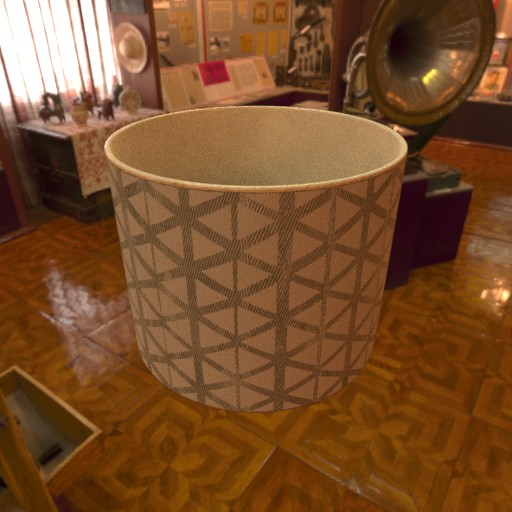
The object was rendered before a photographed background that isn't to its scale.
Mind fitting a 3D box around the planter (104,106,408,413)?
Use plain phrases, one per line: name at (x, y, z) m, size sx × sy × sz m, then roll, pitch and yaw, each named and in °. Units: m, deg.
planter at (0.000, 0.000, 0.333) m, size 0.190 × 0.181 × 0.190 m, roll 0°, pitch 30°, yaw 0°
